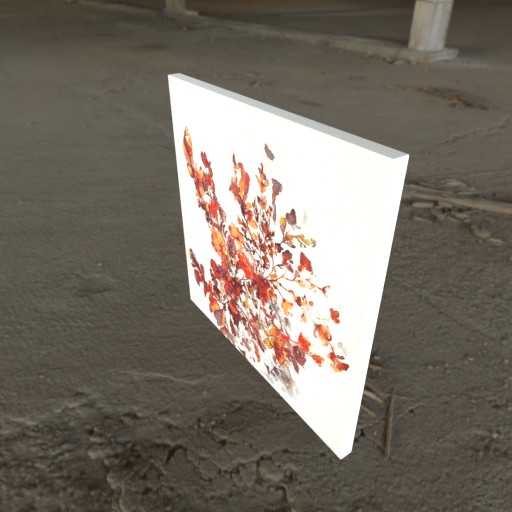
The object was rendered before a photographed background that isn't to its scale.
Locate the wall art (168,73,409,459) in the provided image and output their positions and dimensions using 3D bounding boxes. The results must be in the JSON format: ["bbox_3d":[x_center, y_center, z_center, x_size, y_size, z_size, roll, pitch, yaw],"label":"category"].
[{"bbox_3d":[0.000,0.000,1.129,0.037,0.757,0.757,-21,39,-29],"label":"wall art"}]
